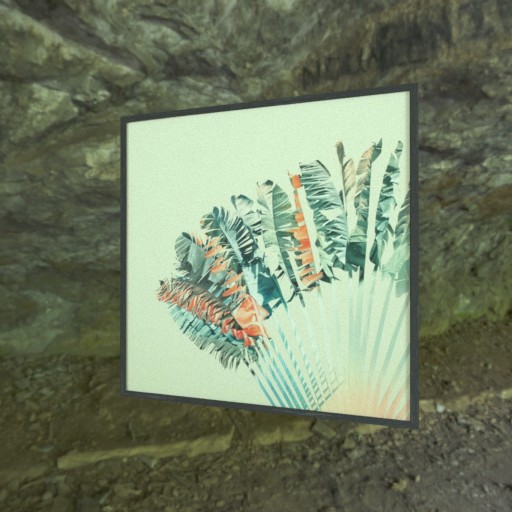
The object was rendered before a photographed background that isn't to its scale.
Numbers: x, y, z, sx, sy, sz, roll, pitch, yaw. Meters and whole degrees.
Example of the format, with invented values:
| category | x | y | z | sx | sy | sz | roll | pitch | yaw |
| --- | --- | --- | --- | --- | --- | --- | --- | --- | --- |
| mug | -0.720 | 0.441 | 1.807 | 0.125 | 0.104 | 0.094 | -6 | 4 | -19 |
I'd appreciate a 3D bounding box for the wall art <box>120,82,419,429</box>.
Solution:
| category | x | y | z | sx | sy | sz | roll | pitch | yaw |
| --- | --- | --- | --- | --- | --- | --- | --- | --- | --- |
| wall art | 0.000 | 0.000 | 1.107 | 0.762 | 0.758 | 0.043 | 0 | 0 | 18 |
